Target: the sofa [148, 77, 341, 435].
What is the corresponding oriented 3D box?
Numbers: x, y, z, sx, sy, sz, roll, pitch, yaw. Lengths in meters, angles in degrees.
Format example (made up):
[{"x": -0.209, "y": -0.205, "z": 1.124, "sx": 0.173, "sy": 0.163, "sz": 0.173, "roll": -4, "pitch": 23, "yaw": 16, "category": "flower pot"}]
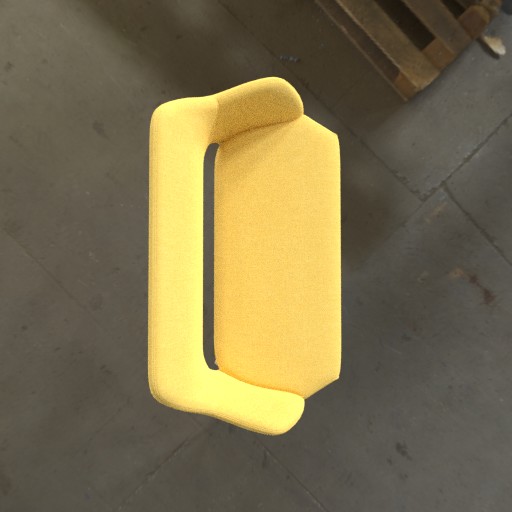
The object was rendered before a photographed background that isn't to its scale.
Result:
[{"x": 0.000, "y": 0.000, "z": 1.630, "sx": 0.610, "sy": 0.840, "sz": 1.150, "roll": 0, "pitch": 88, "yaw": -1, "category": "sofa"}]
